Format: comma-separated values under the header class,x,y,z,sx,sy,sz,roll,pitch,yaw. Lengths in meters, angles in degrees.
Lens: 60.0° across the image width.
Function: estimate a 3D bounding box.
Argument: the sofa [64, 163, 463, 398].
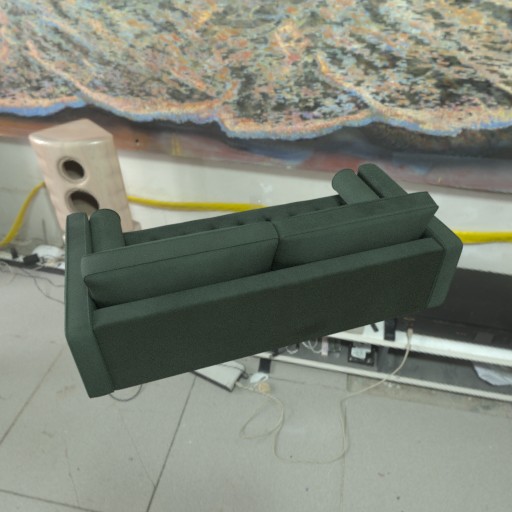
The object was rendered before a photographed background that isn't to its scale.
class,x,y,z,sx,sy,sz,roll,pitch,yaw
sofa,0.000,0.000,2.375,1.880,0.772,0.916,-12,41,-14
